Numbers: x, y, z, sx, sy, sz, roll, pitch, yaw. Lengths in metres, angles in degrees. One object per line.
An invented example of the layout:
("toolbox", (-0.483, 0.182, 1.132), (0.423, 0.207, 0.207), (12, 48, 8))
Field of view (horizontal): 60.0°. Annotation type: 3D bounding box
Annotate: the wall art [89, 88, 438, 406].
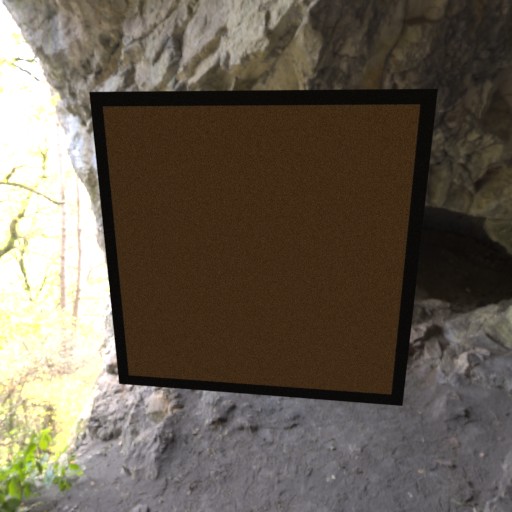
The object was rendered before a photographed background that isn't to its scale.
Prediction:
("wall art", (0.000, 0.000, 1.094), (0.765, 0.765, 0.038), (2, 17, 7))
